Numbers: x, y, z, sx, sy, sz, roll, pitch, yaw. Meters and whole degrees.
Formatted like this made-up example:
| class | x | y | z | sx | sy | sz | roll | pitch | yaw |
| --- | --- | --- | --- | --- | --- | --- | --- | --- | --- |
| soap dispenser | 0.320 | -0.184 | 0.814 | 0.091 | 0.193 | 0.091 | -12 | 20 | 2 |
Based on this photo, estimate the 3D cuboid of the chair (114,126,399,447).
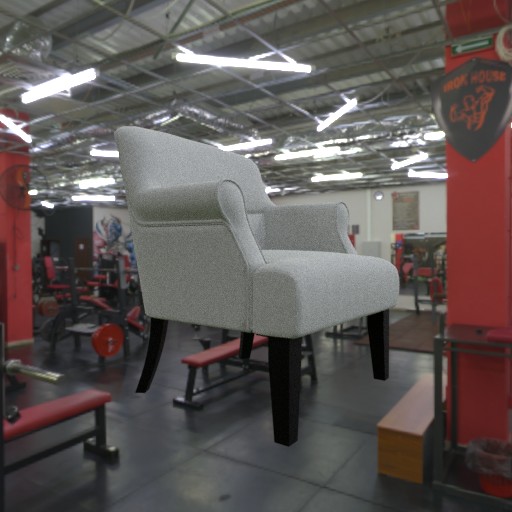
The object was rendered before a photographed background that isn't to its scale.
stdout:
| class | x | y | z | sx | sy | sz | roll | pitch | yaw |
| --- | --- | --- | --- | --- | --- | --- | --- | --- | --- |
| chair | 0.000 | 0.000 | 1.500 | 0.750 | 0.875 | 0.781 | 1 | 1 | 36 |
